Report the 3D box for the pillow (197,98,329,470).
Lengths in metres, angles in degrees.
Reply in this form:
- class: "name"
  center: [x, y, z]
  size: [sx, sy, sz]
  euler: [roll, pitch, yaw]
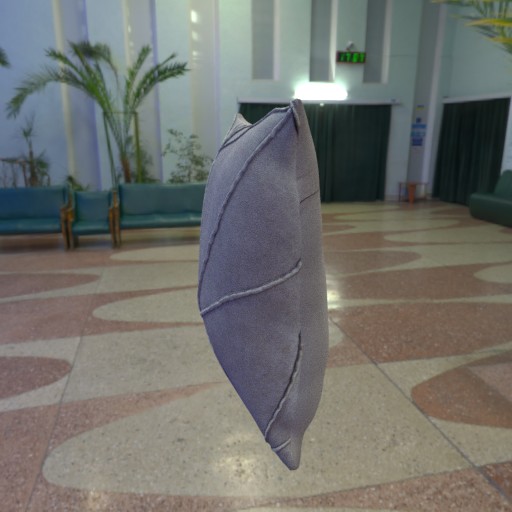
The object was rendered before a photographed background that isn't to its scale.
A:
- class: "pillow"
  center: [0.000, 0.000, 0.684]
  size: [0.185, 0.440, 0.439]
  euler: [-3, 15, -10]
